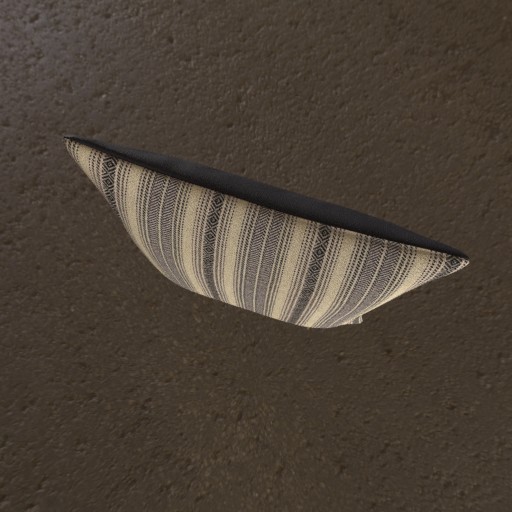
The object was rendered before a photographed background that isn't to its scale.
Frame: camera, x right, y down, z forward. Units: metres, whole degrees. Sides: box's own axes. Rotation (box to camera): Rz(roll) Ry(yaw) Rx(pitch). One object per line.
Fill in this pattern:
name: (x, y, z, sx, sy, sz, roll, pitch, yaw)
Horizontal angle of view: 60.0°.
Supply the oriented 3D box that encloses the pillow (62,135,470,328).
pillow: (0.000, 0.000, 0.776, 0.520, 0.508, 0.166, 17, 75, 5)
